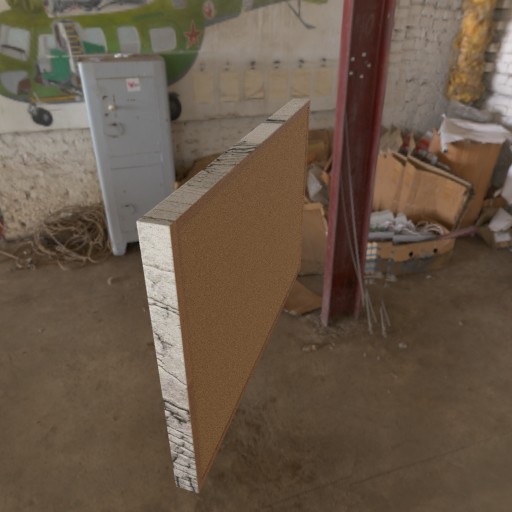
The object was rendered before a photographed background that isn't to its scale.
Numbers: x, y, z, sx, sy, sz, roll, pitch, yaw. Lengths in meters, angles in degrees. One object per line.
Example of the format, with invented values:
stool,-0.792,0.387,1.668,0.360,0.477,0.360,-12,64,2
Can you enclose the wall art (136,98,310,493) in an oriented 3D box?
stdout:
wall art,0.000,0.000,0.760,0.035,0.407,0.613,9,31,15
